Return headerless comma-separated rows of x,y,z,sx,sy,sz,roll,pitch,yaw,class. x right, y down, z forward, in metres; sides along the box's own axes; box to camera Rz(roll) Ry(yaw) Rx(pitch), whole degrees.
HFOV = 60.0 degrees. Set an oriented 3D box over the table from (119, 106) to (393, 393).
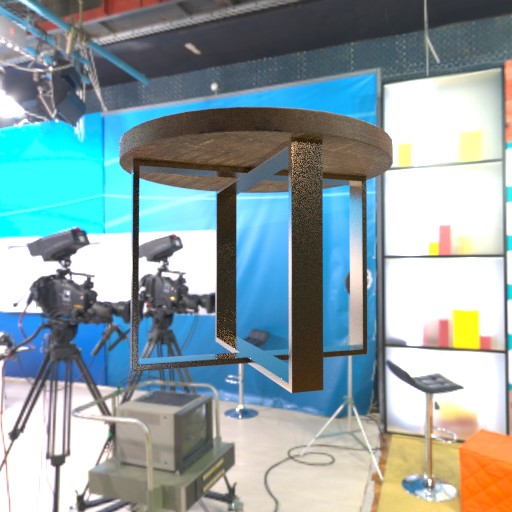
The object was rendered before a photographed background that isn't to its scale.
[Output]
0.000,0.000,0.940,0.557,0.437,0.557,0,-1,0,table
